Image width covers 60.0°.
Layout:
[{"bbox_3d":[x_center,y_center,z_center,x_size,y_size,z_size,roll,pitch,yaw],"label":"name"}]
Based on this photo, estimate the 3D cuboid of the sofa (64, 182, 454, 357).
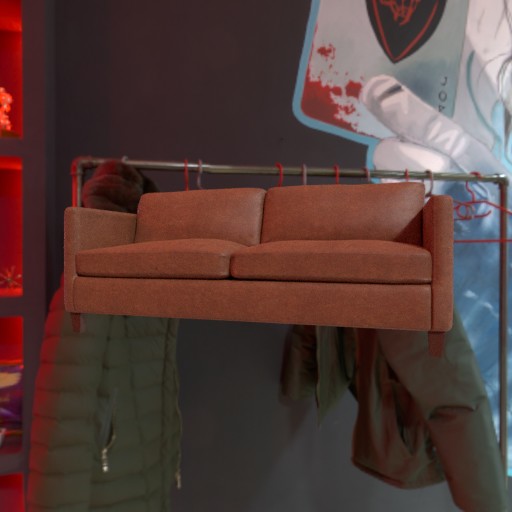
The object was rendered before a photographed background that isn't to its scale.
[{"bbox_3d":[0.000,0.000,2.802,2.204,0.932,0.950,0,1,17],"label":"sofa"}]
